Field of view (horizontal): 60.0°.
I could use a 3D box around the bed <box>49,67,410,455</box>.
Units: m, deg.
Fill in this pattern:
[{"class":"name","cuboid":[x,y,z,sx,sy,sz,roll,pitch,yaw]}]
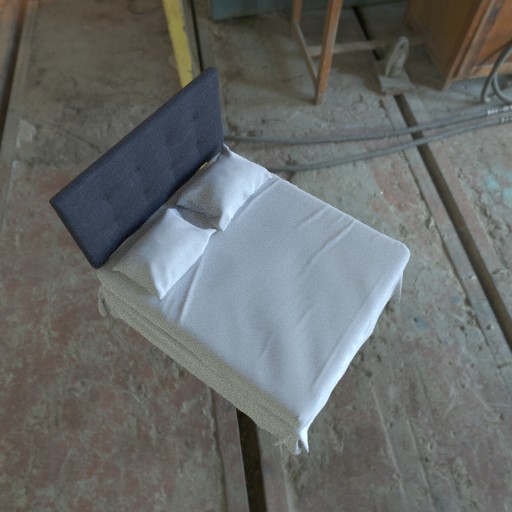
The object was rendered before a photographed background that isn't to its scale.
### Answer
[{"class":"bed","cuboid":[0.000,0.000,3.474,2.222,1.577,1.936,32,65,17]}]
